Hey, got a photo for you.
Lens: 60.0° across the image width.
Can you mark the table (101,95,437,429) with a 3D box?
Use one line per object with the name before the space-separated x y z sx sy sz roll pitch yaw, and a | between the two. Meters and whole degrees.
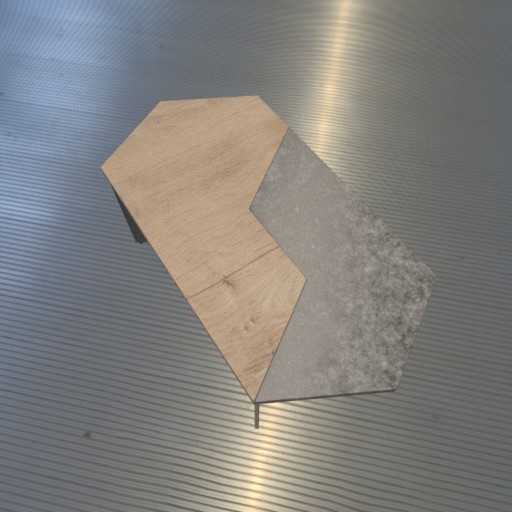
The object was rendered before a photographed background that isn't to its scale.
table | 0.000 0.000 1.520 0.609 0.457 1.219 -30 64 -16
